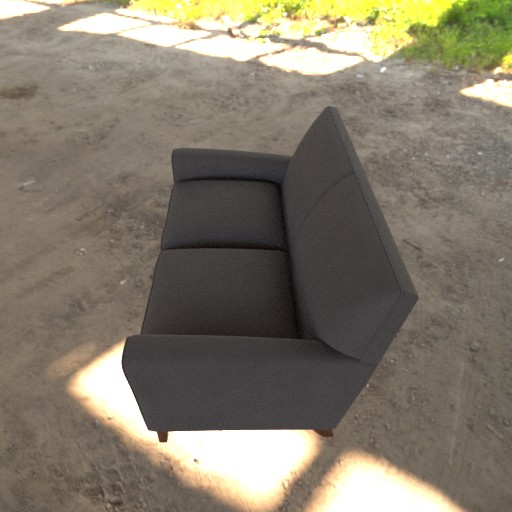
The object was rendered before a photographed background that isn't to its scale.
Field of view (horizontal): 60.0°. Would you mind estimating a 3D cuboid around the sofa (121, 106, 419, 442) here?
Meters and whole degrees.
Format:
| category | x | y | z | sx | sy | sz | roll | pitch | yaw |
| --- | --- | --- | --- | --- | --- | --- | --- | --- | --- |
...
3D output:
| category | x | y | z | sx | sy | sz | roll | pitch | yaw |
| --- | --- | --- | --- | --- | --- | --- | --- | --- | --- |
| sofa | 0.000 | 0.000 | 1.994 | 0.871 | 0.846 | 1.420 | -1 | 40 | -1 |
